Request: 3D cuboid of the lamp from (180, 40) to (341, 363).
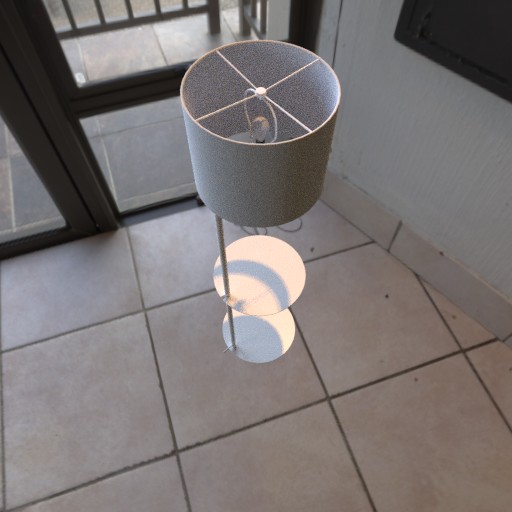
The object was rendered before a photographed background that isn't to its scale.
[{"bbox_3d":[0.000,0.000,1.648,0.405,1.465,0.372,-33,64,-19],"label":"lamp"}]
